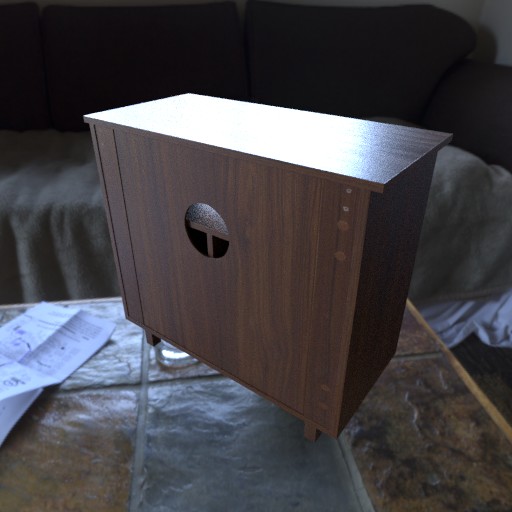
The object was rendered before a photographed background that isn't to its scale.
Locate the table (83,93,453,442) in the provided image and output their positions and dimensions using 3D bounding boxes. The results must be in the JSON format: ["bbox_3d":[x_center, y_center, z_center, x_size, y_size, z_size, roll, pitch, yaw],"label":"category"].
[{"bbox_3d":[0.000,0.000,1.233,0.802,0.725,0.390,20,36,31],"label":"table"}]
